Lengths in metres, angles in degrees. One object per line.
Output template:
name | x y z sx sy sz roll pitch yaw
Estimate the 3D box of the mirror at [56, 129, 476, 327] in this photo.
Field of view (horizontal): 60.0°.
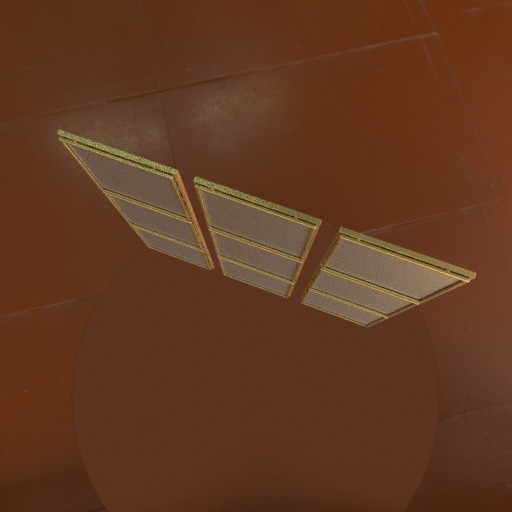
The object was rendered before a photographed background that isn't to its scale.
mirror | 0.000 0.000 1.453 1.011 0.926 0.023 20 76 5
